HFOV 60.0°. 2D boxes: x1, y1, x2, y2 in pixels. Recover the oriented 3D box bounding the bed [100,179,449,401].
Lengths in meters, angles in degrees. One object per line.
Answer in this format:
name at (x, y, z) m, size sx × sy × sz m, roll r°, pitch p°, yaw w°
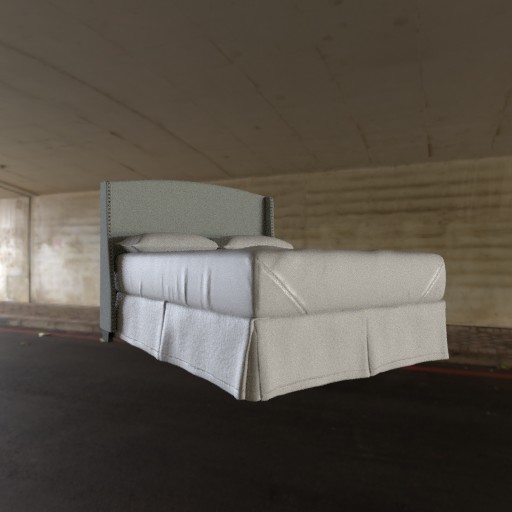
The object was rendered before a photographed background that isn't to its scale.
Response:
bed at (0.000, 0.000, 3.365) m, size 1.710 × 1.407 × 2.237 m, roll 0°, pitch 0°, yaw -35°
